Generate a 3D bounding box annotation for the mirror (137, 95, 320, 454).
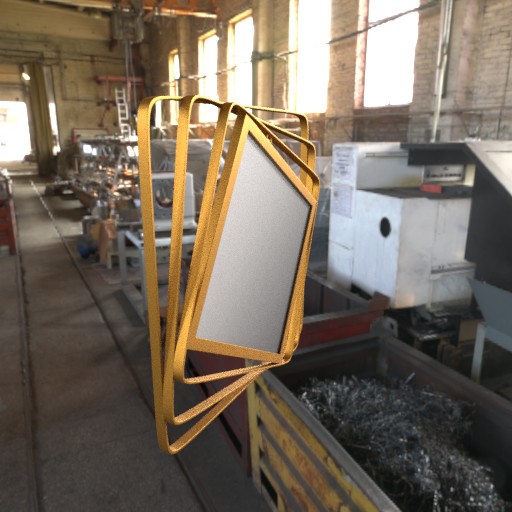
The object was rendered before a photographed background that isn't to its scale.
[{"bbox_3d":[0.000,0.000,0.719,0.045,0.468,0.470,8,17,27],"label":"mirror"}]
